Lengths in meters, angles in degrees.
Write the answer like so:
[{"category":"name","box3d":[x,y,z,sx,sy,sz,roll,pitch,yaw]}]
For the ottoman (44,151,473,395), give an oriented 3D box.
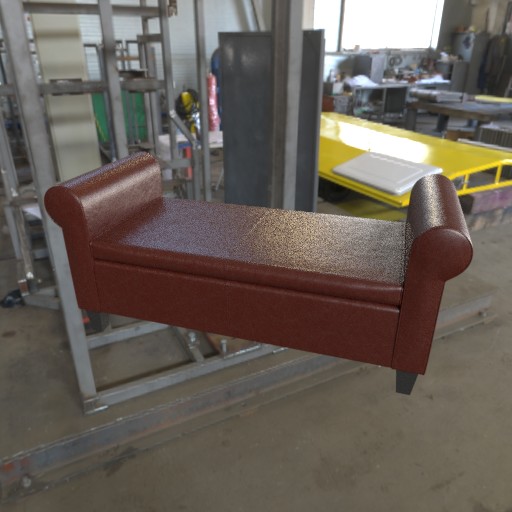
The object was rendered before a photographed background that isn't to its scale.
[{"category":"ottoman","box3d":[0.000,0.000,1.542,1.256,0.547,0.521,8,27,16]}]
